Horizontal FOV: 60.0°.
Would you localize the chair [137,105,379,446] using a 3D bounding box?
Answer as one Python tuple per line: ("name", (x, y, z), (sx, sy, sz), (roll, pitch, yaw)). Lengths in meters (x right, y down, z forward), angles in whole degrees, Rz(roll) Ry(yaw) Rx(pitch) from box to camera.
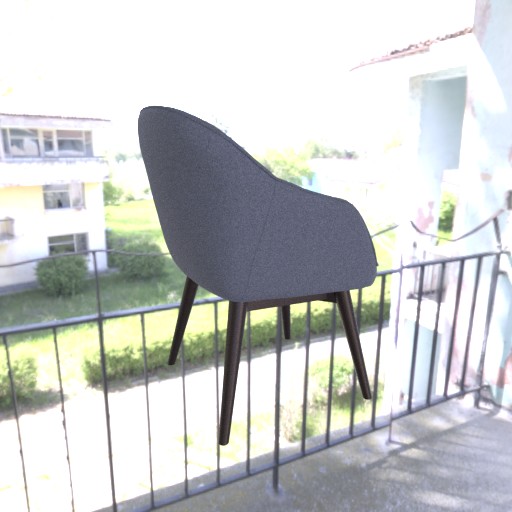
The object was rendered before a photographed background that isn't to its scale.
("chair", (0.000, 0.000, 1.297), (0.611, 0.810, 0.589), (-7, 16, -26))
